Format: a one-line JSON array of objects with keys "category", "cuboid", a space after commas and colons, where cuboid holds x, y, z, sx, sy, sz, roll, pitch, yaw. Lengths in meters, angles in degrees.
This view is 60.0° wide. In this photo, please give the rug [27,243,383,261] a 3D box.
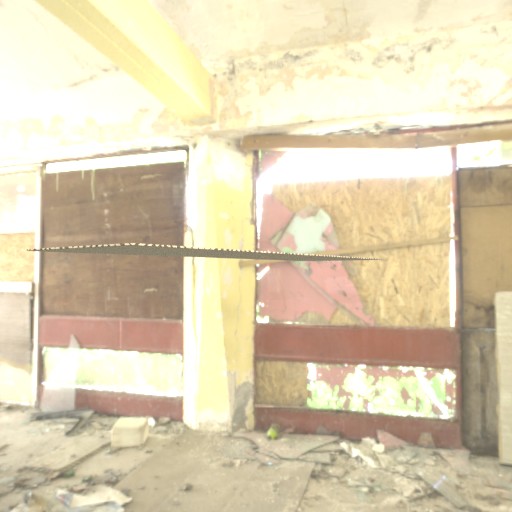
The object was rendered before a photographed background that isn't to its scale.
[{"category": "rug", "cuboid": [0.000, 0.000, 2.533, 0.676, 0.008, 2.277, -1, -2, 36]}]
